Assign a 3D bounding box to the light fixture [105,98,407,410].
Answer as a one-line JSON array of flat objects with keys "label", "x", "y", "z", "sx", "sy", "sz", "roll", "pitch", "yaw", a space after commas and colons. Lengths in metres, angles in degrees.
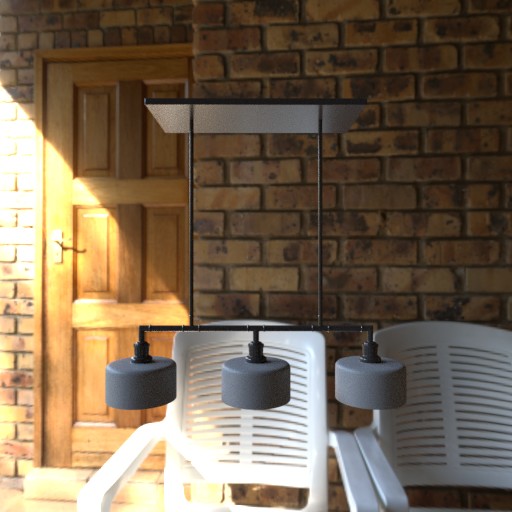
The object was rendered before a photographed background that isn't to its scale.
[{"label": "light fixture", "x": 0.000, "y": 0.000, "z": 0.870, "sx": 0.582, "sy": 0.557, "sz": 0.177, "roll": 0, "pitch": 0, "yaw": 0}]
